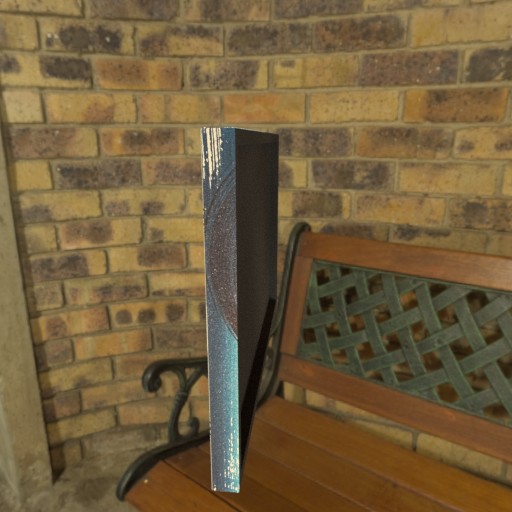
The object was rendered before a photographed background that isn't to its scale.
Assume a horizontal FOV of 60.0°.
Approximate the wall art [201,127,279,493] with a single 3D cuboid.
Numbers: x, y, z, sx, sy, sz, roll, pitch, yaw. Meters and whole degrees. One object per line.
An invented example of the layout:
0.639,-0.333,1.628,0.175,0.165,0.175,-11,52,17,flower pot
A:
0.000,0.000,0.754,0.033,0.406,0.609,2,15,6,wall art
